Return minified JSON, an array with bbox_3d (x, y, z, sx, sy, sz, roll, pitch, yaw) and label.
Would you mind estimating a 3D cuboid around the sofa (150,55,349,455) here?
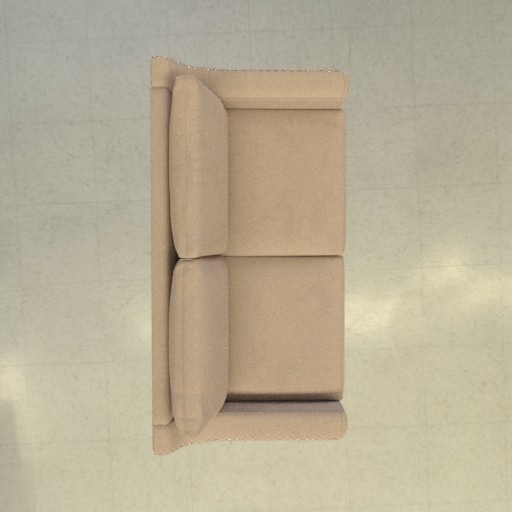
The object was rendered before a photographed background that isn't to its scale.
[{"bbox_3d":[0.000,0.000,2.470,1.030,0.901,1.967,0,91,0],"label":"sofa"}]
